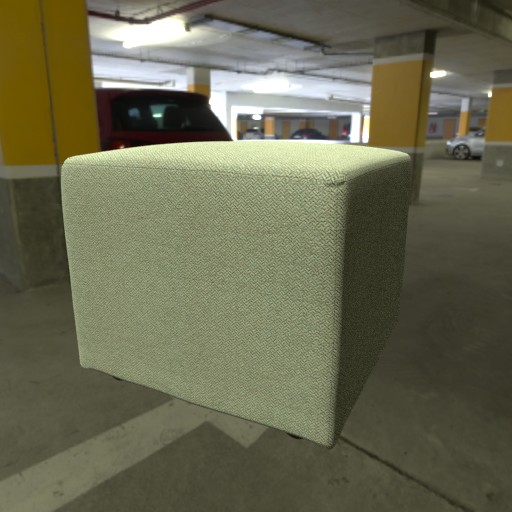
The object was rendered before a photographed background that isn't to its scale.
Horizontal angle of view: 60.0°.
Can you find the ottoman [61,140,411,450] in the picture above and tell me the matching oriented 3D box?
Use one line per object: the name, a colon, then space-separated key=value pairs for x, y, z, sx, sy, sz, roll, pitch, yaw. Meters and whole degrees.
ottoman: x=0.000 y=0.000 z=0.902 sx=0.512 sy=0.453 sz=0.521 roll=8 pitch=17 yaw=26
